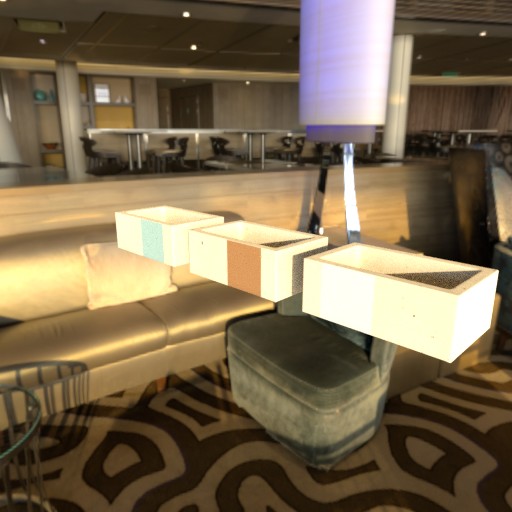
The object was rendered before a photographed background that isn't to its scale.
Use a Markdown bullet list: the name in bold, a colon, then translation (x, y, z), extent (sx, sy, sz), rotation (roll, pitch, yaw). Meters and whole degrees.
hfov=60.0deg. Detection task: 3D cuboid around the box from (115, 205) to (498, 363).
- **box**: translation (0.000, 0.000, 0.487), extent (0.461, 0.051, 0.082), rotation (15, 21, 42)
